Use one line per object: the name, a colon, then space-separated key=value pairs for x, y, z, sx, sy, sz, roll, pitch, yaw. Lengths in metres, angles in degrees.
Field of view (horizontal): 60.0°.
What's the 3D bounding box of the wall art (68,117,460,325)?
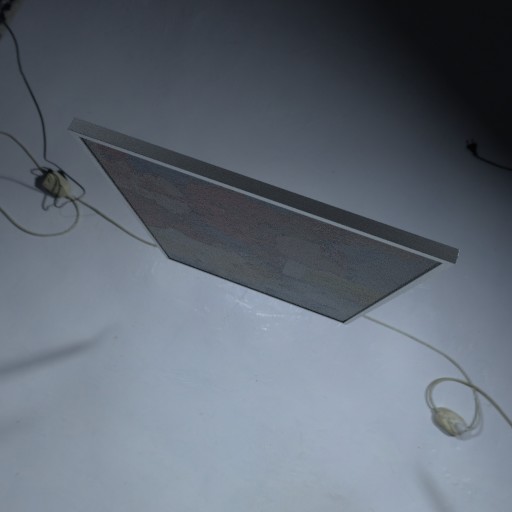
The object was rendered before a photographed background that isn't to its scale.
wall art: x=0.000 y=0.000 z=1.382 sx=0.816 sy=1.046 sz=0.030 roll=20 pitch=76 yaw=5
